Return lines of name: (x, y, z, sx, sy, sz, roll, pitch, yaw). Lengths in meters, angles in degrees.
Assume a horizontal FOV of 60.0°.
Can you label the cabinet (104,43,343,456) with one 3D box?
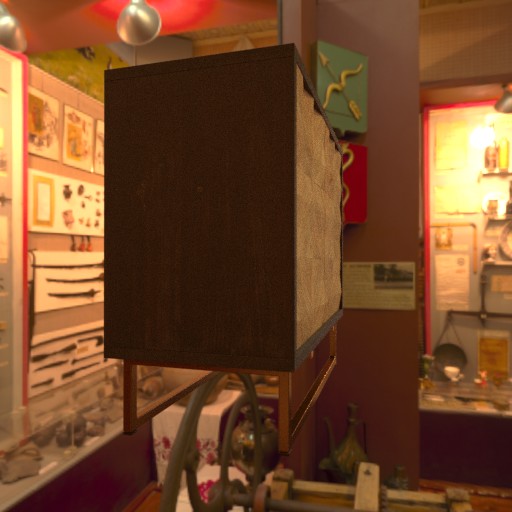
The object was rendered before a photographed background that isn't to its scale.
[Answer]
cabinet: (0.000, 0.000, 1.416, 0.451, 0.860, 0.950, 0, 0, 17)
